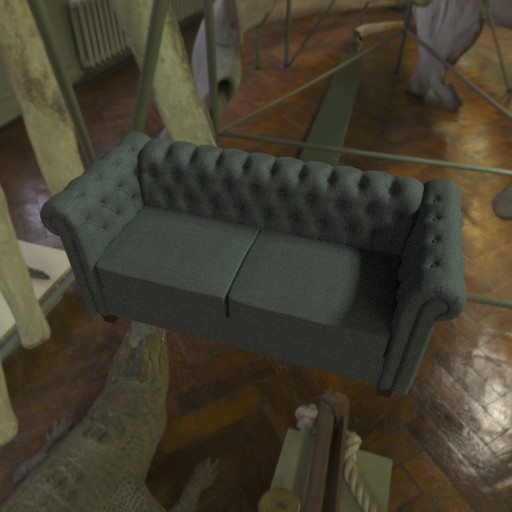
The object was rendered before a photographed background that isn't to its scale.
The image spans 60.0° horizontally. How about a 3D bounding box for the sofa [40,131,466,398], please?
[{"bbox_3d":[0.000,0.000,2.234,1.798,0.797,0.783,12,42,13],"label":"sofa"}]
